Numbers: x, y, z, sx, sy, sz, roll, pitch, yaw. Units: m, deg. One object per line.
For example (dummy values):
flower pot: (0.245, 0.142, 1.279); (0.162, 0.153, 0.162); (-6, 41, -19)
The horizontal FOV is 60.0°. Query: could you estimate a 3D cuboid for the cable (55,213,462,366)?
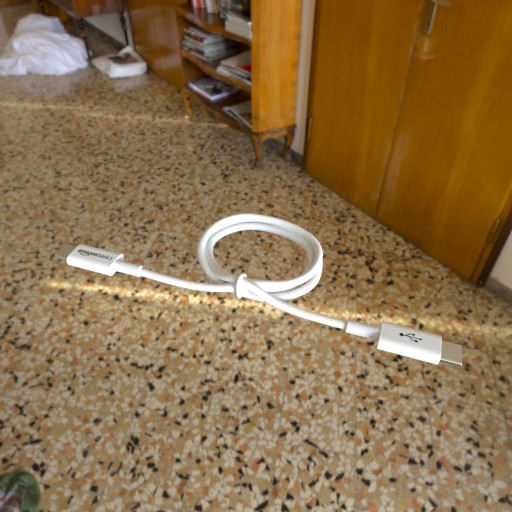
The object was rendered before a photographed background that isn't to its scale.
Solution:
cable: (0.000, 0.000, 0.230); (0.203, 0.014, 0.070); (13, 43, 14)
